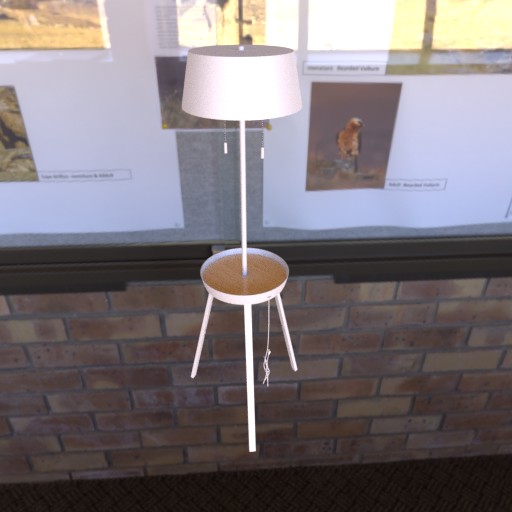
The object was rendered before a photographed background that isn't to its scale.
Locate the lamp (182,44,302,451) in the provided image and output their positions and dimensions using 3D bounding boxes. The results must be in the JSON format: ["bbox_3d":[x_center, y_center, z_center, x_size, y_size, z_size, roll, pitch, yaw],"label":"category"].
[{"bbox_3d":[0.000,0.000,1.655,0.468,1.429,0.508,-20,37,-30],"label":"lamp"}]
